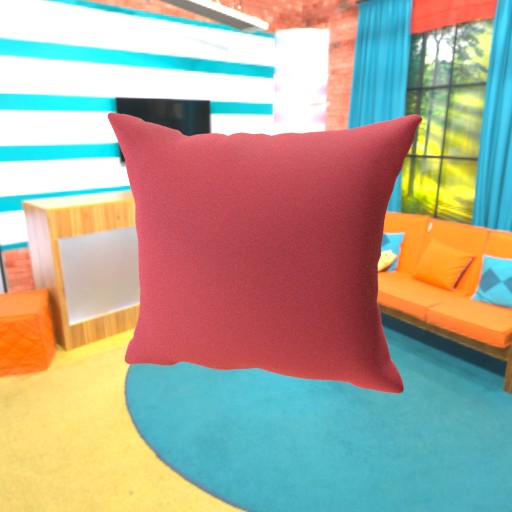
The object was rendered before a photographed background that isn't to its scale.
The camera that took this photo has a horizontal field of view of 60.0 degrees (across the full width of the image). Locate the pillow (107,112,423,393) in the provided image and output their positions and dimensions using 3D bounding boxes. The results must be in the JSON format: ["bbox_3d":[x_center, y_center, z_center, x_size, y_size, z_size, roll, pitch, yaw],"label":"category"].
[{"bbox_3d":[0.000,0.000,0.808,0.559,0.501,0.229,3,16,11],"label":"pillow"}]
